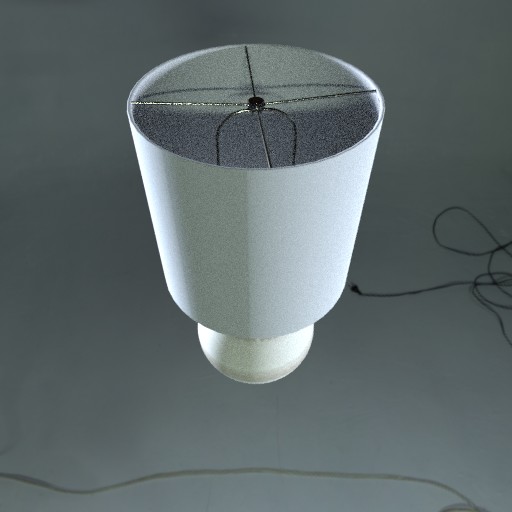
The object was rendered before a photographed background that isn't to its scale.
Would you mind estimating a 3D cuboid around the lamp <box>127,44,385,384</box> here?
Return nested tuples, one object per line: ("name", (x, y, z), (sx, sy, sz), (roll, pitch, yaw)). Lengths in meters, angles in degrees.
("lamp", (0.000, 0.000, 0.526), (0.217, 0.404, 0.217), (-4, 47, -4))
